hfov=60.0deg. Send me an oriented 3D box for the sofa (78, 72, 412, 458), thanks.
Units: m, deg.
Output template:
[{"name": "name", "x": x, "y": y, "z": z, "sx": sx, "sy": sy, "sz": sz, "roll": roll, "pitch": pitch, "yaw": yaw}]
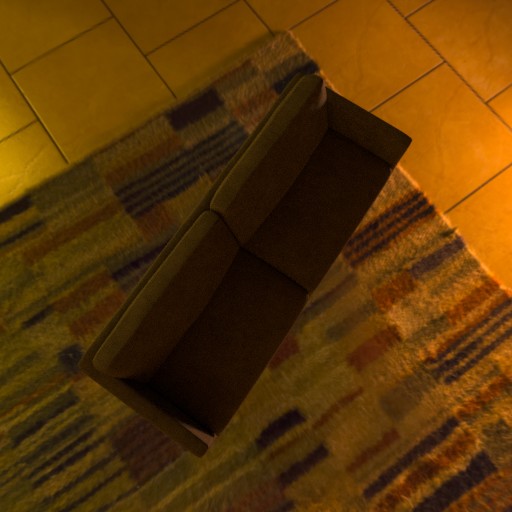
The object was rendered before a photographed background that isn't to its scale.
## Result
[{"name": "sofa", "x": 0.000, "y": 0.000, "z": 3.041, "sx": 0.951, "sy": 0.965, "sz": 2.434, "roll": 34, "pitch": 79, "yaw": 8}]
